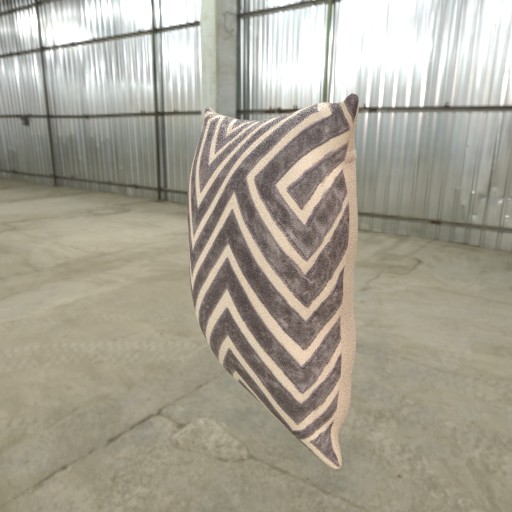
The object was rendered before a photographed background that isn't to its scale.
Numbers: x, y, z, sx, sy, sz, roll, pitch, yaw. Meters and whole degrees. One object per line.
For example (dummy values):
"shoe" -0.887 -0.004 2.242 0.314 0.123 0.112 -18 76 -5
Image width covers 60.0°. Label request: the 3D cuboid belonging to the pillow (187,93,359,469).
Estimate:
"pillow" 0.000 0.000 0.661 0.182 0.441 0.440 -7 17 -24
